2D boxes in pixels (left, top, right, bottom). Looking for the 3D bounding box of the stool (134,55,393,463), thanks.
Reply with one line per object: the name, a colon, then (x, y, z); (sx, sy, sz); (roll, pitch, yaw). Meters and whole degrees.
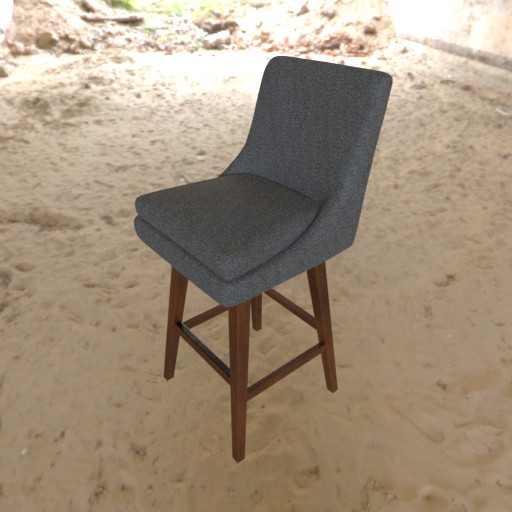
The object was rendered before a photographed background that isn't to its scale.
stool: (0.000, 0.000, 1.374); (0.572, 1.068, 0.489); (-23, 39, -33)
